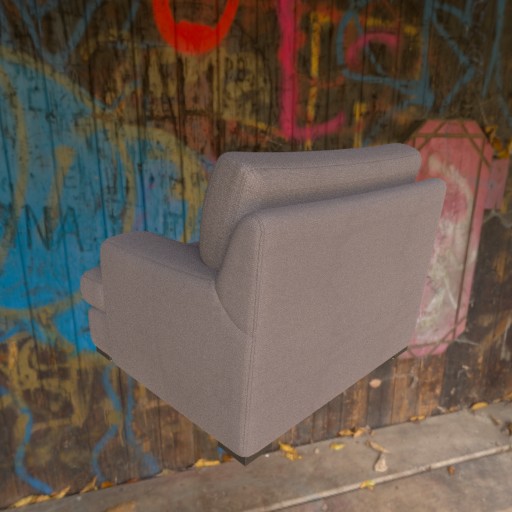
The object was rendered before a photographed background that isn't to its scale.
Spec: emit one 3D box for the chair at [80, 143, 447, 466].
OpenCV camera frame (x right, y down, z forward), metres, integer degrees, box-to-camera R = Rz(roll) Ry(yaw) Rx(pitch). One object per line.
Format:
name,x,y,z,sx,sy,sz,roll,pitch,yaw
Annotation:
chair,0.000,0.000,1.907,1.168,0.940,1.143,-16,23,-43
